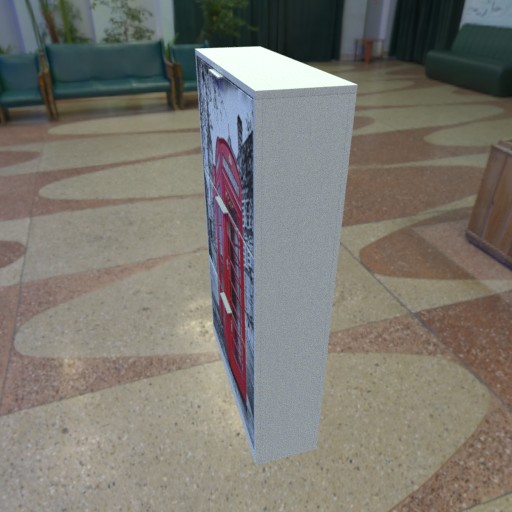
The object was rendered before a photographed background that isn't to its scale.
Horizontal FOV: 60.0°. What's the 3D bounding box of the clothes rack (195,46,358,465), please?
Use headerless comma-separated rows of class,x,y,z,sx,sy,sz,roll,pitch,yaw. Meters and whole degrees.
clothes rack,0.000,0.000,1.588,0.250,1.280,0.750,-9,32,-14
